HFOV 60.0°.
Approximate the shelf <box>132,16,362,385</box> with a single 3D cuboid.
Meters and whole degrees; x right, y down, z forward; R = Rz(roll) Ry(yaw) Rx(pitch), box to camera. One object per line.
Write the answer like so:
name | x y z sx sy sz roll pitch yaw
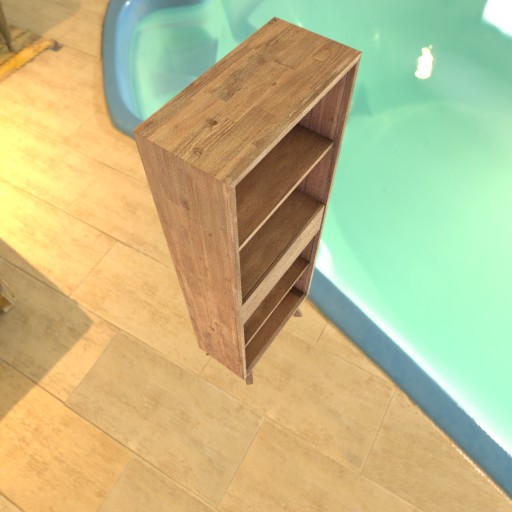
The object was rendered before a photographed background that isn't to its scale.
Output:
shelf | 0.000 0.000 1.507 0.267 1.342 0.491 32 63 18
